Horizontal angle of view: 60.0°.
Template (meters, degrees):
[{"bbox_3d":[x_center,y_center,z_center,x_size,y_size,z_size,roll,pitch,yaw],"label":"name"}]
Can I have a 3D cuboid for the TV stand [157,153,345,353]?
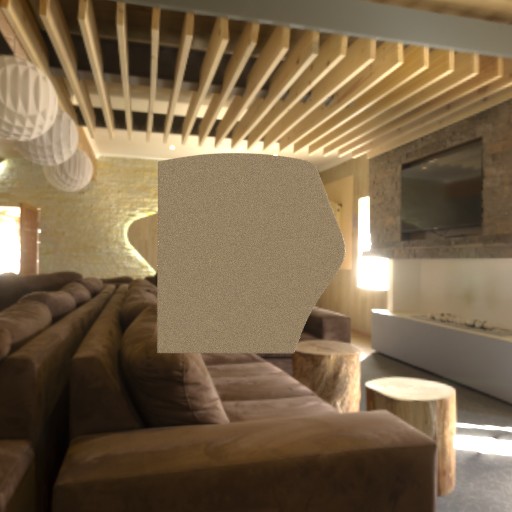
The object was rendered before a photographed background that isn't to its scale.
[{"bbox_3d":[0.000,0.000,1.671,0.397,0.424,1.473,0,-1,1],"label":"TV stand"}]
